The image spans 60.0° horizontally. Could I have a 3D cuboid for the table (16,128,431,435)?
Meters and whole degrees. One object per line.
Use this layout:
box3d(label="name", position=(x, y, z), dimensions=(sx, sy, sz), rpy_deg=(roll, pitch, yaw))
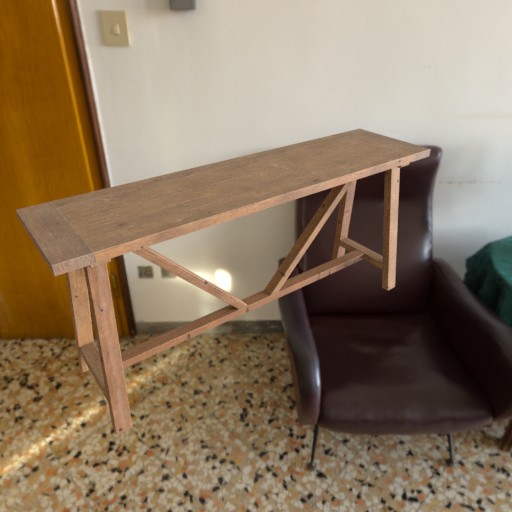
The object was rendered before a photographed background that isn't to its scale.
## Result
box3d(label="table", position=(0.000, 0.000, 2.096), dimensions=(1.800, 0.810, 0.465), rpy_deg=(-21, 37, -31))
